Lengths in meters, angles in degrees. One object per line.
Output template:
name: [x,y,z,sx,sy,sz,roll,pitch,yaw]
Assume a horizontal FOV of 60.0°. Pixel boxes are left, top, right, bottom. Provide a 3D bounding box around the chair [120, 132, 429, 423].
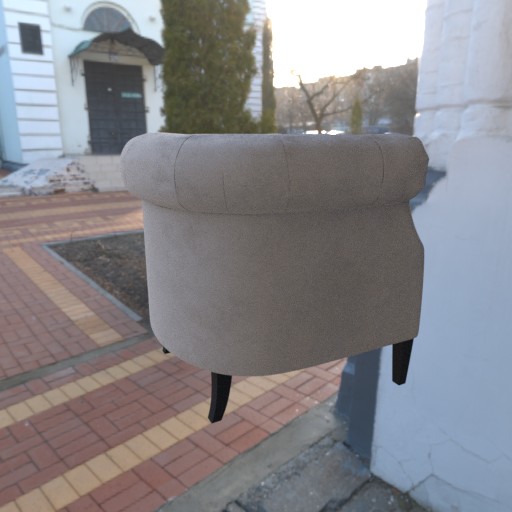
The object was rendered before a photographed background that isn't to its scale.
chair: [0.000,0.000,1.540,0.851,0.826,0.904,-8,17,-27]
